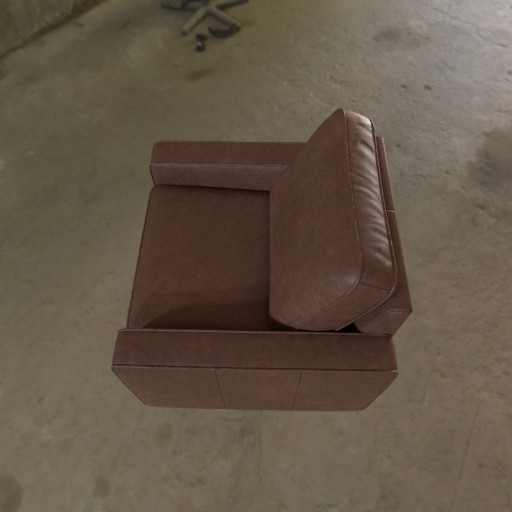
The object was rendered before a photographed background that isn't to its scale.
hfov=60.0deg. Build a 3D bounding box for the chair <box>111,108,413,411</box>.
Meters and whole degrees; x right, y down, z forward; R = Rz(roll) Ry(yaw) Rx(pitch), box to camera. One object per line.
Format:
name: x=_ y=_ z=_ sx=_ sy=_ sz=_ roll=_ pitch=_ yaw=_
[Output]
chair: x=0.000 y=0.000 z=1.739 sx=0.940 sy=0.919 sz=1.017 roll=1 pitch=59 yaw=1
